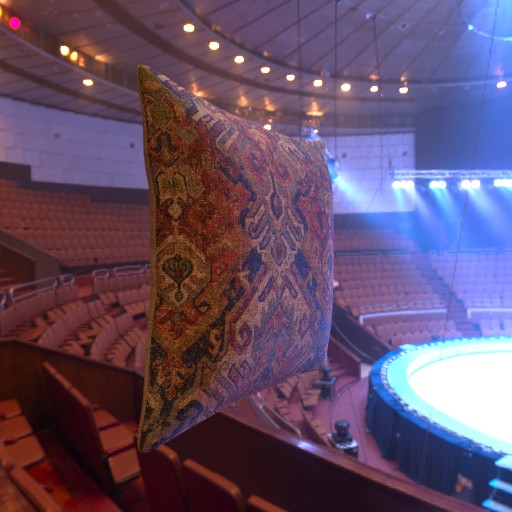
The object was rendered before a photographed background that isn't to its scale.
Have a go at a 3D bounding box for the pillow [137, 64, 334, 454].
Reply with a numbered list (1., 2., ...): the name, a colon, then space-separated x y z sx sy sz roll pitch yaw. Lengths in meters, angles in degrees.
1. pillow: 0.000 0.000 0.780 0.166 0.506 0.523 1 1 36
